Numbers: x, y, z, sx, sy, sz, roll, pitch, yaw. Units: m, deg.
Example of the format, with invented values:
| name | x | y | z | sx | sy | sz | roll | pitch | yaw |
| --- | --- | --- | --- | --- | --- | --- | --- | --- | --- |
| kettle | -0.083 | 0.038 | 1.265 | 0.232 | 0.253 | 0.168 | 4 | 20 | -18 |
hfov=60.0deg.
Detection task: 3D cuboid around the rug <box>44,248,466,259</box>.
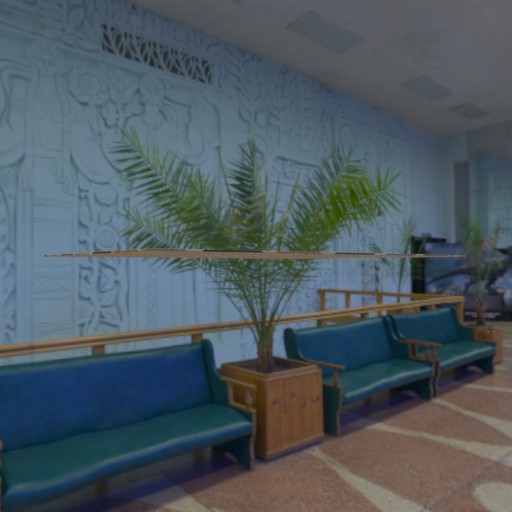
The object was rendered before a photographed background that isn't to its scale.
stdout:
| name | x | y | z | sx | sy | sz | roll | pitch | yaw |
| --- | --- | --- | --- | --- | --- | --- | --- | --- | --- |
| rug | 0.000 | 0.000 | 4.206 | 3.200 | 0.013 | 2.439 | 1 | -1 | -38 |
